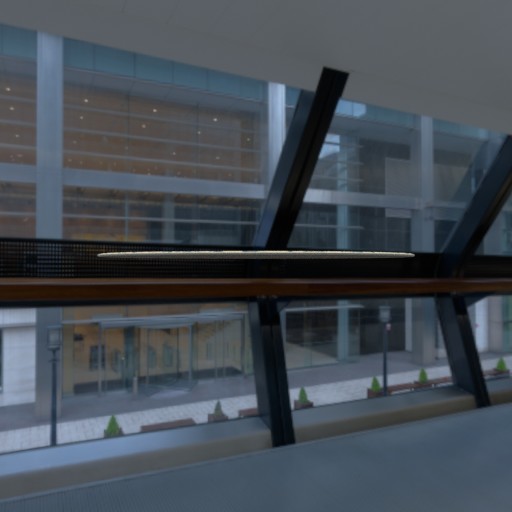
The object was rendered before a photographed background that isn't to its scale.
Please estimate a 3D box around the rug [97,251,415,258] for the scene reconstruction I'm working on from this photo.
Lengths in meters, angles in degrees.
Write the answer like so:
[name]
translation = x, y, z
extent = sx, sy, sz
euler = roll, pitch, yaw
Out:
[rug]
translation = 0.000, 0.000, 2.363
extent = 1.593, 0.012, 1.593
euler = 0, -1, 0
